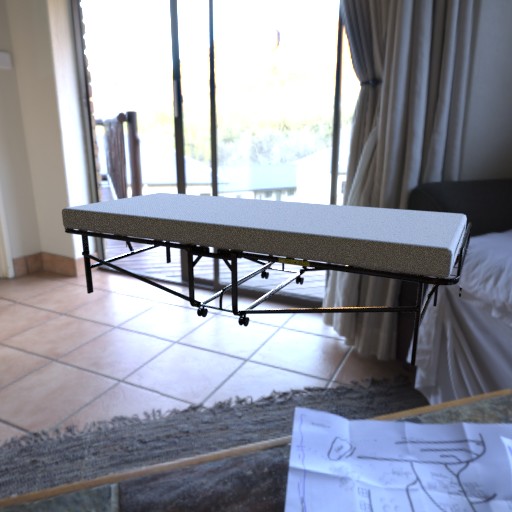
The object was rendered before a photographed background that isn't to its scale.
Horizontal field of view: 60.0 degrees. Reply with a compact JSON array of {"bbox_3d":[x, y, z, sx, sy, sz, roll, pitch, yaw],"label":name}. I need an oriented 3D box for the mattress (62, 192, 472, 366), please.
[{"bbox_3d":[0.000,0.000,2.524,2.153,0.519,0.922,8,17,27],"label":"mattress"}]
